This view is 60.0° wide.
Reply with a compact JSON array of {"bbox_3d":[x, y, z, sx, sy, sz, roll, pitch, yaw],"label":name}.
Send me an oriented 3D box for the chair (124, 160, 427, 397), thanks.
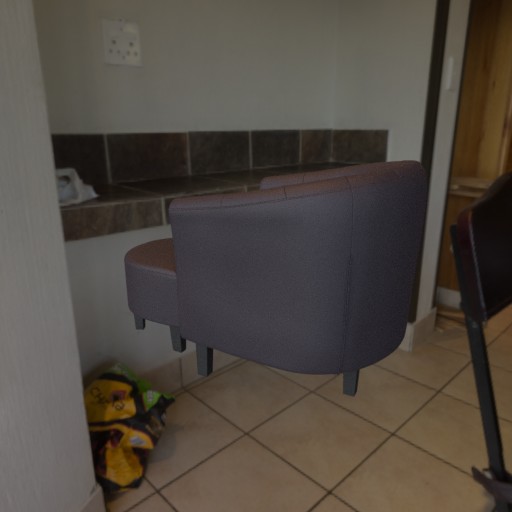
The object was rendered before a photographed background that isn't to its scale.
[{"bbox_3d":[0.000,0.000,1.723,1.191,0.760,0.763,8,19,26],"label":"chair"}]
